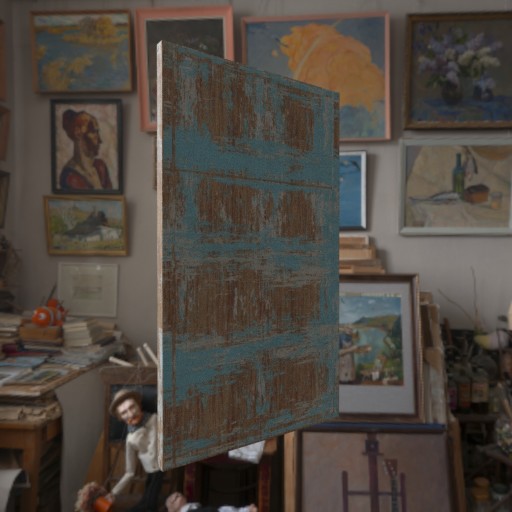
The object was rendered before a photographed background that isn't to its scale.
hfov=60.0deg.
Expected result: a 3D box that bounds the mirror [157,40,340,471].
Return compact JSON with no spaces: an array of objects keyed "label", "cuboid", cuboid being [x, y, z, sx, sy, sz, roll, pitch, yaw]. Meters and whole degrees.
[{"label":"mirror","cuboid":[0.000,0.000,1.485,0.707,1.213,0.083,0,1,-36]}]
